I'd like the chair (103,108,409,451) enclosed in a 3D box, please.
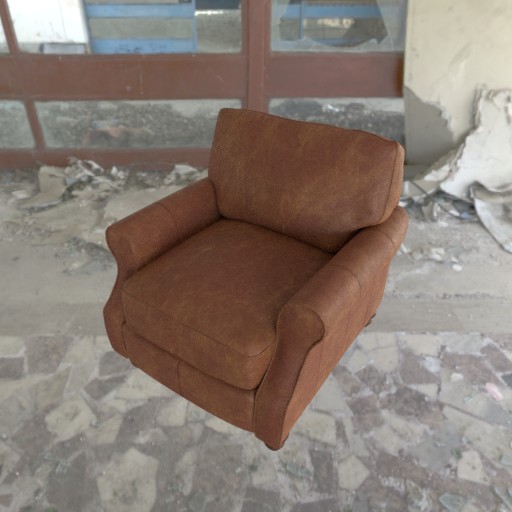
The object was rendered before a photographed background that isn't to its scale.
[{"bbox_3d":[0.000,0.000,1.784,0.983,0.962,0.986,20,38,29],"label":"chair"}]
